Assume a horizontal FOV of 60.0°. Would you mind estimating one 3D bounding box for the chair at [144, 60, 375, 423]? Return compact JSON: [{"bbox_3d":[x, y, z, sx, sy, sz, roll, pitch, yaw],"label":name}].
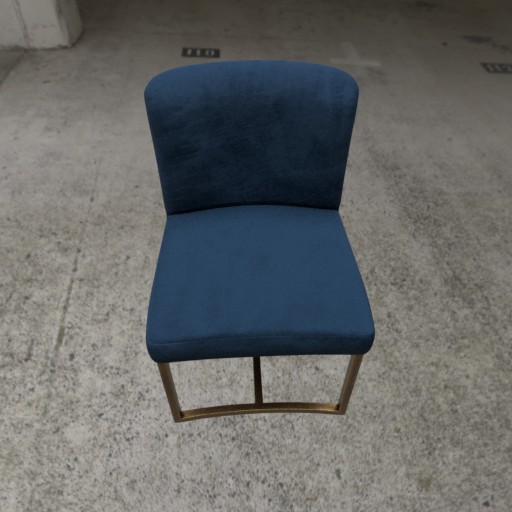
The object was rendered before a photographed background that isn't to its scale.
[{"bbox_3d":[0.000,0.000,1.175,0.530,0.824,0.560,-2,45,-2],"label":"chair"}]
